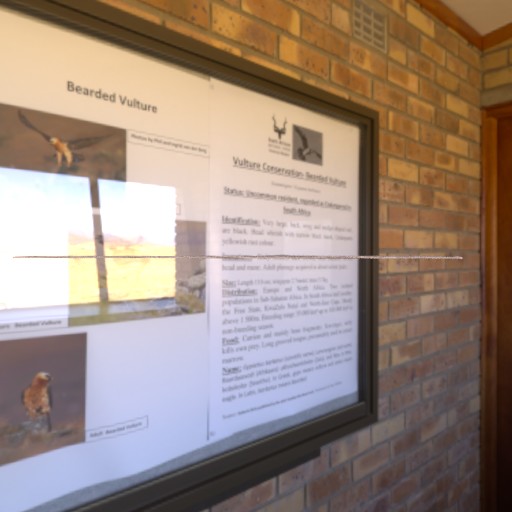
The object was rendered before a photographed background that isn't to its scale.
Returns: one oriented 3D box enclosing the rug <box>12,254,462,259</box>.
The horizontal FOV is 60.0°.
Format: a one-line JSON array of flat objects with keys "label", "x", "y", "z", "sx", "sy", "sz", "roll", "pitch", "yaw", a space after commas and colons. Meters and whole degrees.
[{"label": "rug", "x": 0.000, "y": 0.000, "z": 3.208, "sx": 2.455, "sy": 0.025, "sz": 1.964, "roll": 0, "pitch": 0, "yaw": 16}]
